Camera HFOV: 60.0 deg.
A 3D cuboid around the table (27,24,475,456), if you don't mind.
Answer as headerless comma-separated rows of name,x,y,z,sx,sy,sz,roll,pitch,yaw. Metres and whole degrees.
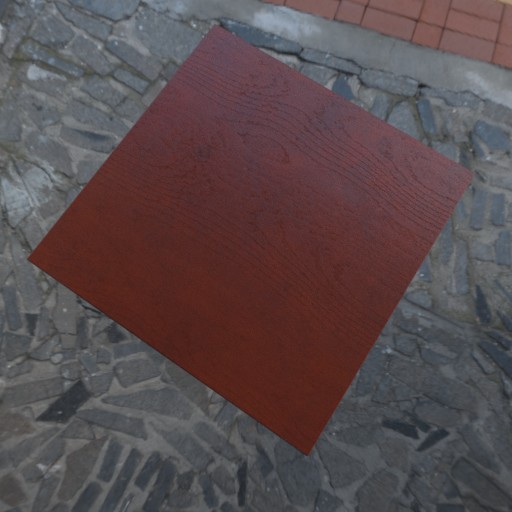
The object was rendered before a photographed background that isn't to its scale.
table,0.000,0.000,0.956,0.523,0.558,0.522,35,79,8
